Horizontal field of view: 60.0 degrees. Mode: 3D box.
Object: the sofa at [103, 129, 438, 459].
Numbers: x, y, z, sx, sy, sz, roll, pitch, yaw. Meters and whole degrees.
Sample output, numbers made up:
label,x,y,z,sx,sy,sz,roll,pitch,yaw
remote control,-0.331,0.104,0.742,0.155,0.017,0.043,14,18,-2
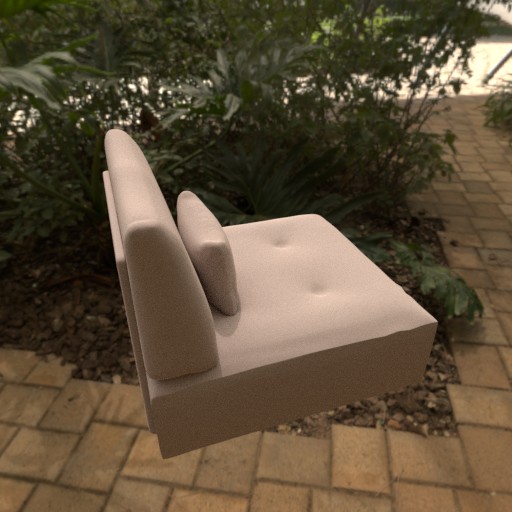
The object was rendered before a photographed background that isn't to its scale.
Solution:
label,x,y,z,sx,sy,sz,roll,pitch,yaw
sofa,0.000,0.000,1.695,1.000,0.828,0.935,-10,32,-17
